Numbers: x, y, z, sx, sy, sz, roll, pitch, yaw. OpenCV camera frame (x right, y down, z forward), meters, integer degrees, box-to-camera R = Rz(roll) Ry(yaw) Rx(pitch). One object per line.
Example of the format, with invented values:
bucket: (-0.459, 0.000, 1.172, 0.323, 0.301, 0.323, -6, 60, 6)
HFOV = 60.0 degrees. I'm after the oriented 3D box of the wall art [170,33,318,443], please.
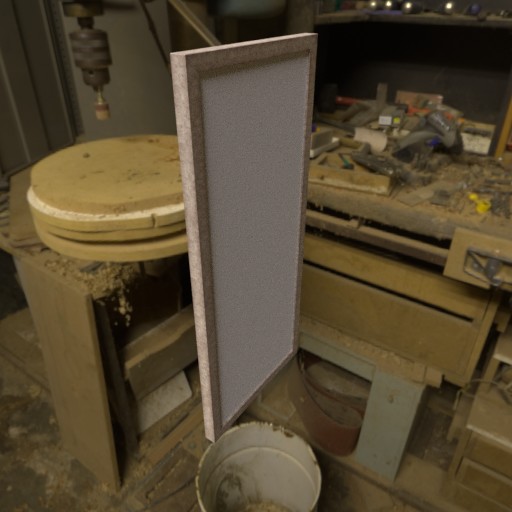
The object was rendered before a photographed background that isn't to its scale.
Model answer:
wall art: (0.000, 0.000, 1.670, 0.051, 1.461, 0.648, 21, 37, 30)
